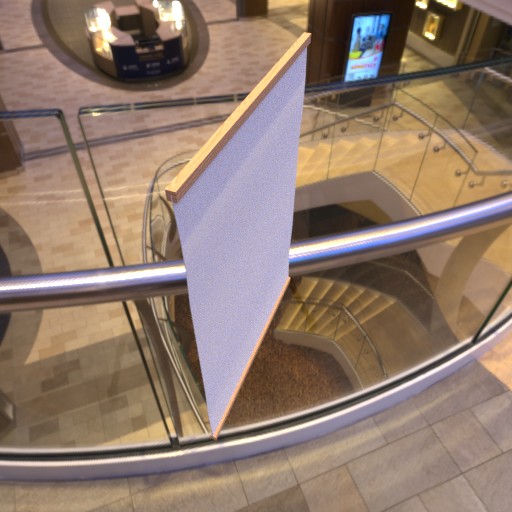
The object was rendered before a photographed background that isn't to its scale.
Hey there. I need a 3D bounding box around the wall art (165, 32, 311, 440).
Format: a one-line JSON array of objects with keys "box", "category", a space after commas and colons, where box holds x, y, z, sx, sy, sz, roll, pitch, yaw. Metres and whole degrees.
[{"box": [0.000, 0.000, 1.320, 0.020, 1.016, 0.739, 16, 48, 15], "category": "wall art"}]
